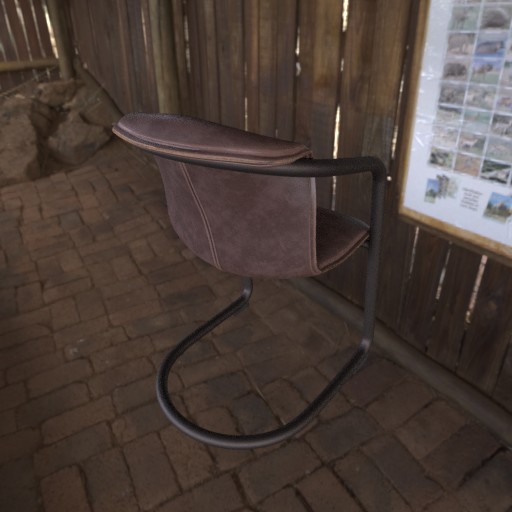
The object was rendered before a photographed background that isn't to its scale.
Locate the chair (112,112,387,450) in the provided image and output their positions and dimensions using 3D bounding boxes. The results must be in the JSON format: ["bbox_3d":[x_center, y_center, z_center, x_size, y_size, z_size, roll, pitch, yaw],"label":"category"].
[{"bbox_3d":[0.000,0.000,1.233,0.536,0.836,0.664,20,35,32],"label":"chair"}]
